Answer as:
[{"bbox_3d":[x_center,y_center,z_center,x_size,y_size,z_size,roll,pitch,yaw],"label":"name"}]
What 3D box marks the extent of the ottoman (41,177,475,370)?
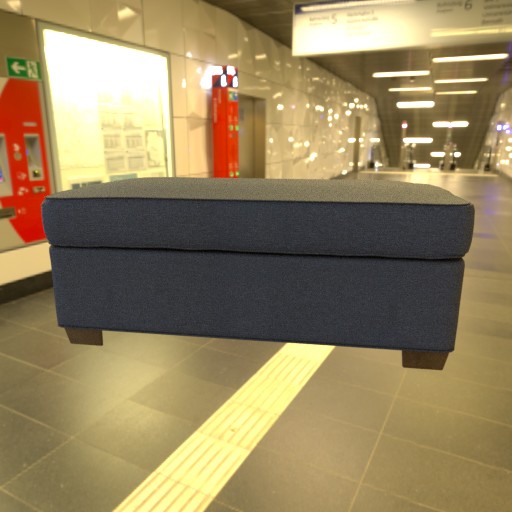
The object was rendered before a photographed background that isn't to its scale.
[{"bbox_3d":[0.000,0.000,1.369,1.110,0.460,0.515,2,15,8],"label":"ottoman"}]
